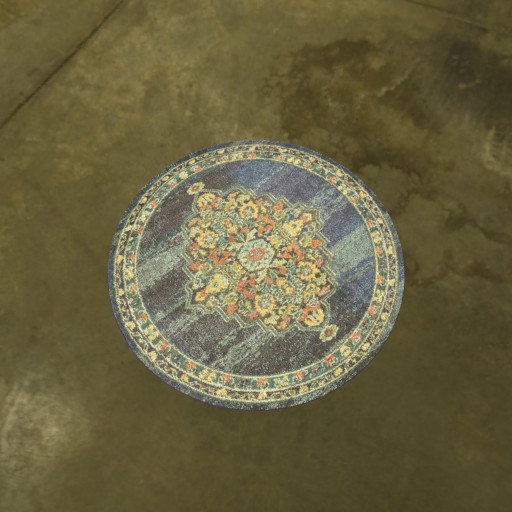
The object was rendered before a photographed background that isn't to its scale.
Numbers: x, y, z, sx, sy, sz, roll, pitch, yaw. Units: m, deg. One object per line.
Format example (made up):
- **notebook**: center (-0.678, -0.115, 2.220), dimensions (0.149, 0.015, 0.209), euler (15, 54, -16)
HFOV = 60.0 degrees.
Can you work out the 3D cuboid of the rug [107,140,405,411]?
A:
- **rug**: center (0.000, 0.000, 2.395), dimensions (1.591, 0.010, 1.591), euler (0, 64, 0)
